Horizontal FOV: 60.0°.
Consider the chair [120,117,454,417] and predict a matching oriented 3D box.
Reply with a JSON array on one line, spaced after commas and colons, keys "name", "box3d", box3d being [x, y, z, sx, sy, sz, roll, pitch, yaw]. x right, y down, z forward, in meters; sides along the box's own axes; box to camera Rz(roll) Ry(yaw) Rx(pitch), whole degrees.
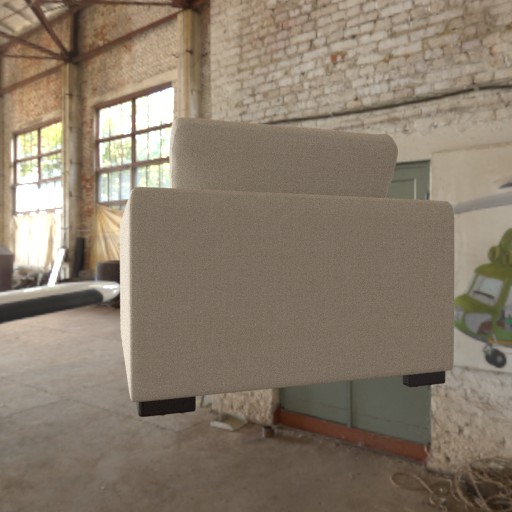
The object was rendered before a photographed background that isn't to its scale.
[{"name": "chair", "box3d": [0.000, 0.000, 1.854, 1.070, 0.876, 1.100, 0, 0, -18]}]
